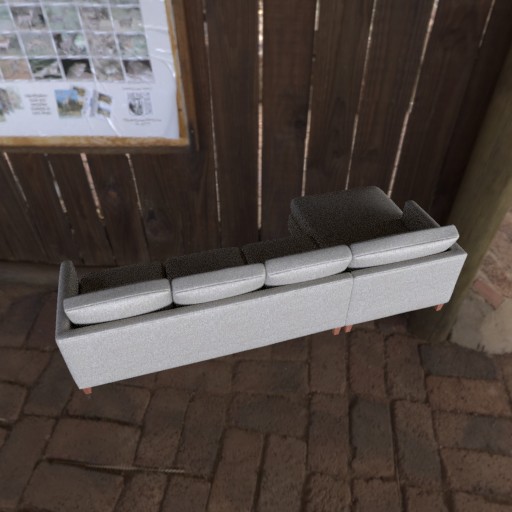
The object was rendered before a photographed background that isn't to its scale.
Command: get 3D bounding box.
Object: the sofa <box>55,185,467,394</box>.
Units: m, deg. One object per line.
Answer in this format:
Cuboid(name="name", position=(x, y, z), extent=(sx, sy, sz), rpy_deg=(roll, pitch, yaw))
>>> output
Cuboid(name="sofa", position=(0.000, 0.000, 3.935), extent=(3.201, 0.876, 1.502), rpy_deg=(-11, 42, -12))
